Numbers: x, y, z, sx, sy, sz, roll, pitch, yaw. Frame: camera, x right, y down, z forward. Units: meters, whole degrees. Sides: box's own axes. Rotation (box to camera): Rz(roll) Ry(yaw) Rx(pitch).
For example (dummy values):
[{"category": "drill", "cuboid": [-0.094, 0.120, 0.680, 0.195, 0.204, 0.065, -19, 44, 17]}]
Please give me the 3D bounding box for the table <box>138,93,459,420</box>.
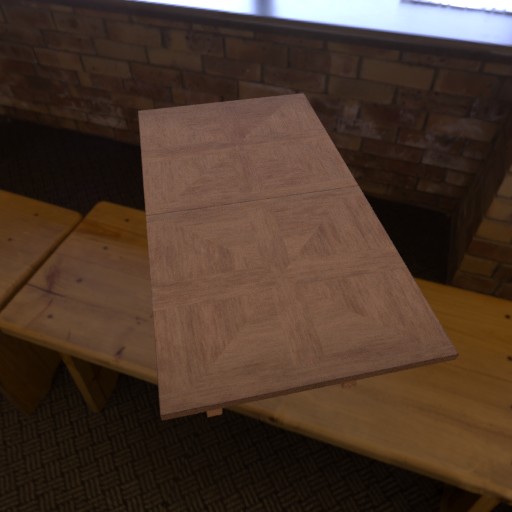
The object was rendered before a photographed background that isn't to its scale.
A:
[{"category": "table", "cuboid": [0.000, 0.000, 2.352, 1.016, 0.768, 1.881, -9, 48, -8]}]
